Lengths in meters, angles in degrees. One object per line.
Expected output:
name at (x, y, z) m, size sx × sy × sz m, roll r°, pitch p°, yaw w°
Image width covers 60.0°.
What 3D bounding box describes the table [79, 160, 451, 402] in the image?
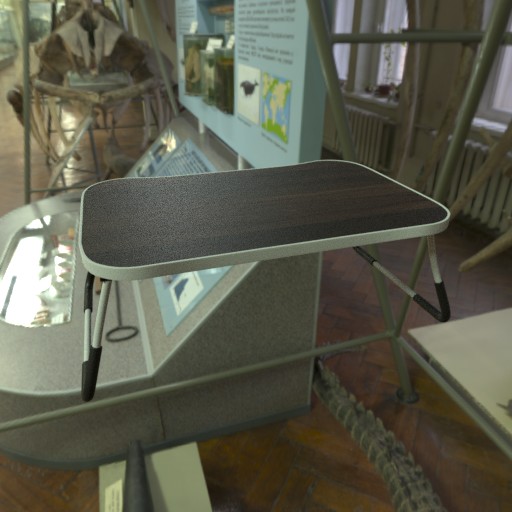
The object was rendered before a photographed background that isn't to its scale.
table at (0.000, 0.000, 0.846) m, size 0.660 × 0.232 × 0.400 m, roll -9°, pitch 28°, yaw -16°
